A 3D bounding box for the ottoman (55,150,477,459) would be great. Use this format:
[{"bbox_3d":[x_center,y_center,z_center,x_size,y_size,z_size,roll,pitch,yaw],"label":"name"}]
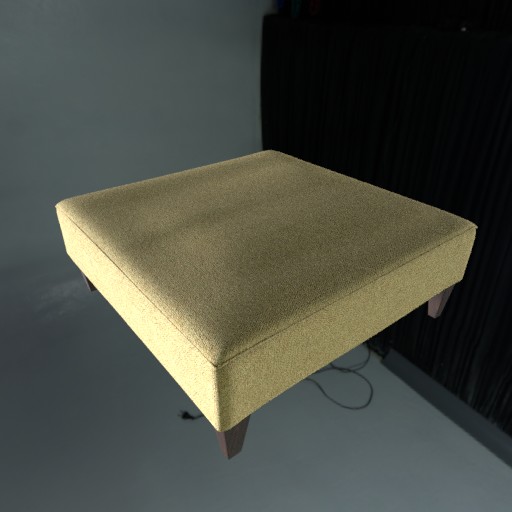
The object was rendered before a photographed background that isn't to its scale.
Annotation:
[{"bbox_3d":[0.000,0.000,1.488,0.970,0.378,0.981,-22,37,-32],"label":"ottoman"}]
